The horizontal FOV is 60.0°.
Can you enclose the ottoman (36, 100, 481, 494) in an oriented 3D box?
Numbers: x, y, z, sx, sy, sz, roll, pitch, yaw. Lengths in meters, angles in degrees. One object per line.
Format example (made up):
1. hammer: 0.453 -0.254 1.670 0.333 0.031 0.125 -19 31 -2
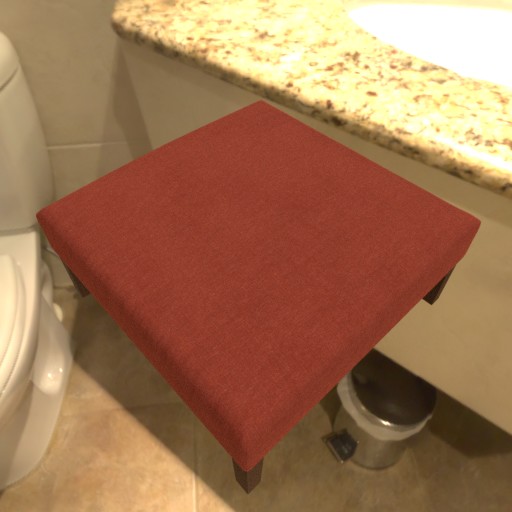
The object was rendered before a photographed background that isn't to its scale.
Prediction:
1. ottoman: 0.000 0.000 1.354 0.890 0.411 0.889 -35 58 -27
